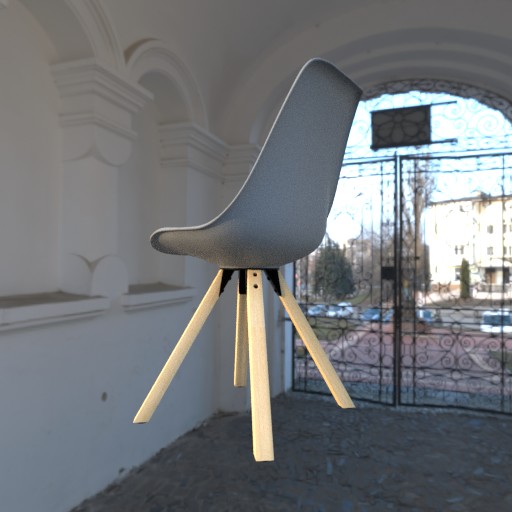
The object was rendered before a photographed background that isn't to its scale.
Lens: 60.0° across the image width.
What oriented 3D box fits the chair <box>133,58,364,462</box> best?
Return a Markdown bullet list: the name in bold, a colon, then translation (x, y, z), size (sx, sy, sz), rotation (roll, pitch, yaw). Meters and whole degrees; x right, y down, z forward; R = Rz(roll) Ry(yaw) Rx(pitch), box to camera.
- **chair**: translation (0.000, 0.000, 1.187), size (0.549, 0.850, 0.485), rotation (-1, -2, 36)
